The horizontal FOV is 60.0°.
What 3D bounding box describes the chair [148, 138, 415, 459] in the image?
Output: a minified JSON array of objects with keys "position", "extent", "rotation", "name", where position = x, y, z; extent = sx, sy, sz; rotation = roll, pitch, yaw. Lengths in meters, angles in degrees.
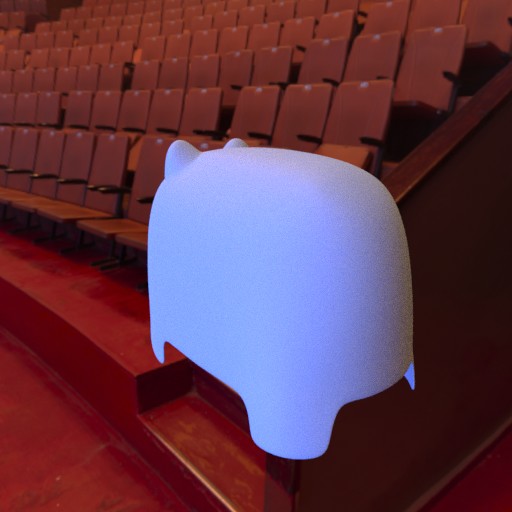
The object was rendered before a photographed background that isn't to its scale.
[{"position":[0.000,0.000,0.845],"extent":[0.364,0.423,0.619],"rotation":[-14,22,-39],"name":"chair"}]
